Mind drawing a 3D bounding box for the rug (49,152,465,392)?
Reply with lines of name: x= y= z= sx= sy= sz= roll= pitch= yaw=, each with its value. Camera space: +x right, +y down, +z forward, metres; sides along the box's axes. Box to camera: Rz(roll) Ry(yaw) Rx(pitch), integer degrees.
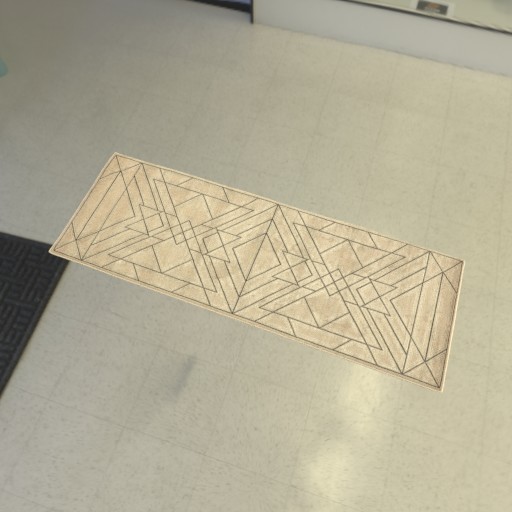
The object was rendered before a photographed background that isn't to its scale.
rug: x=0.000 y=0.000 z=2.673 sx=2.381 sy=0.036 sz=0.831 roll=18 pitch=64 yaw=9
